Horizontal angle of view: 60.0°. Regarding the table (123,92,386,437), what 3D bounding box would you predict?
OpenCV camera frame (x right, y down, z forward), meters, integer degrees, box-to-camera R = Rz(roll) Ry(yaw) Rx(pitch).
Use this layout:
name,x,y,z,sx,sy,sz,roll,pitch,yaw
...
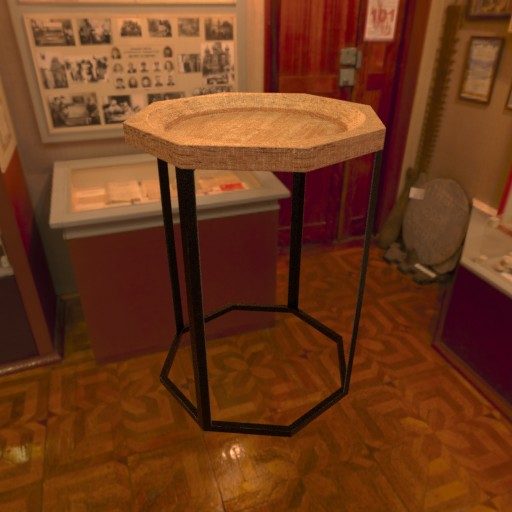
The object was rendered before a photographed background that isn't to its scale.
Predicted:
name,x,y,z,sx,sy,sz,roll,pitch,yaw
table,0.000,0.000,0.885,0.437,0.553,0.437,-9,31,-15
